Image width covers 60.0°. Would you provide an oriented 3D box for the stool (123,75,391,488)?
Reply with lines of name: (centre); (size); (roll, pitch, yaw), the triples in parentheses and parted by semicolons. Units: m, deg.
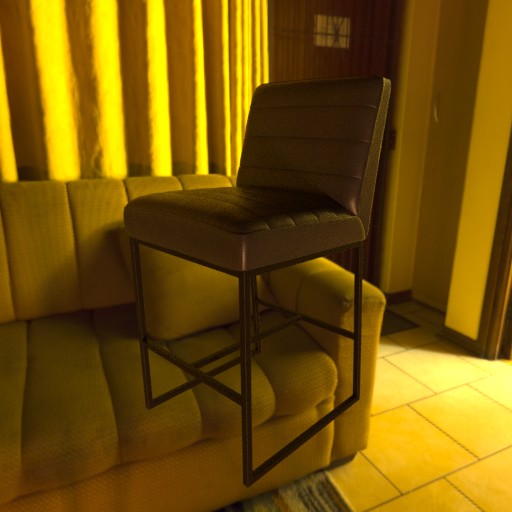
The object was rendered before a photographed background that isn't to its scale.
stool: (0.000, 0.000, 1.221); (0.457, 0.938, 0.552); (16, 23, 42)
